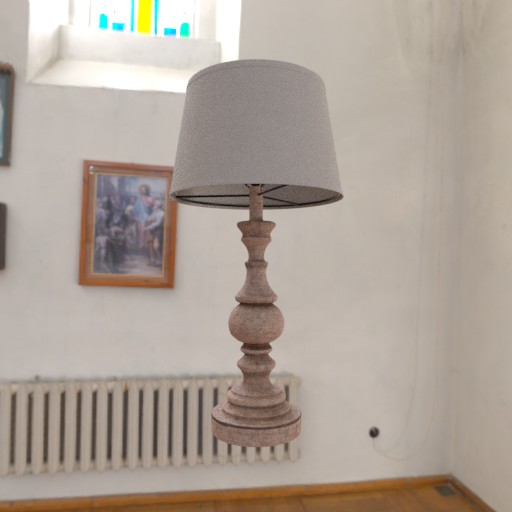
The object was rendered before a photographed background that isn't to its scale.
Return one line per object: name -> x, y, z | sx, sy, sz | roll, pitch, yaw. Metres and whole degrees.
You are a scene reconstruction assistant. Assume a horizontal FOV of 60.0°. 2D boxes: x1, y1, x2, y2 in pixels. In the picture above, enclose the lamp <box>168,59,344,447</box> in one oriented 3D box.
lamp -> 0.000, 0.000, 0.874 | 0.340, 0.678, 0.340 | 0, -1, 0
